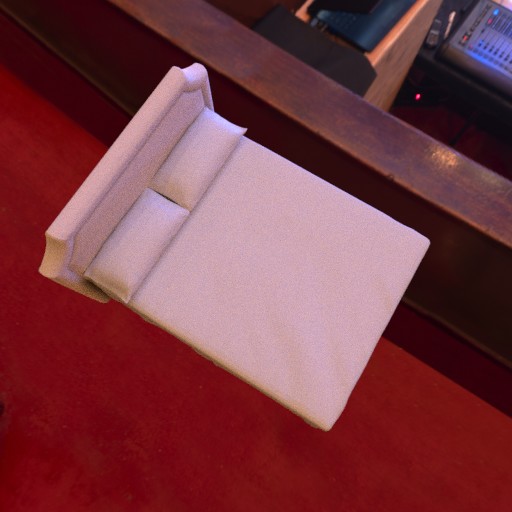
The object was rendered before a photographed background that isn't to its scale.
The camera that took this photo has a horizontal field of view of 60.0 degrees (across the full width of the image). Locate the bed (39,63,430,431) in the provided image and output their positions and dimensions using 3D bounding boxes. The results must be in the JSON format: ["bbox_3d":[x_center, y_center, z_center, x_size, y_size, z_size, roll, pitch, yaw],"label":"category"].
[{"bbox_3d":[0.000,0.000,3.275,2.164,1.297,1.828,31,78,7],"label":"bed"}]
